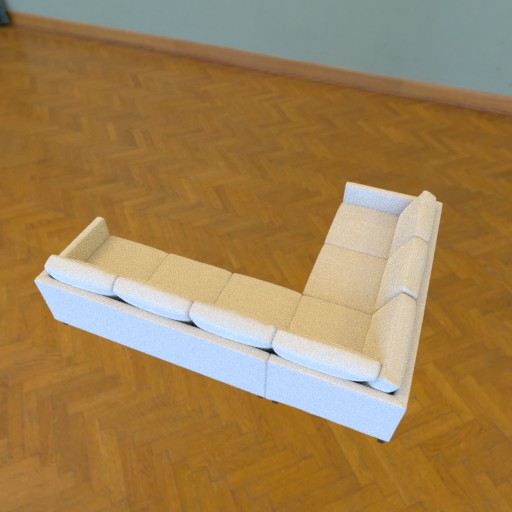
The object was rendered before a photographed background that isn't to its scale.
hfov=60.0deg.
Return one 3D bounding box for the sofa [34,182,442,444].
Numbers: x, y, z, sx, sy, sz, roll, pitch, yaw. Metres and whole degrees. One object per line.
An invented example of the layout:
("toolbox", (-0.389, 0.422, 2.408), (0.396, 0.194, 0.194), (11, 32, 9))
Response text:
("sofa", (0.000, 0.000, 4.366), (3.182, 0.863, 2.432), (16, 48, 15))
